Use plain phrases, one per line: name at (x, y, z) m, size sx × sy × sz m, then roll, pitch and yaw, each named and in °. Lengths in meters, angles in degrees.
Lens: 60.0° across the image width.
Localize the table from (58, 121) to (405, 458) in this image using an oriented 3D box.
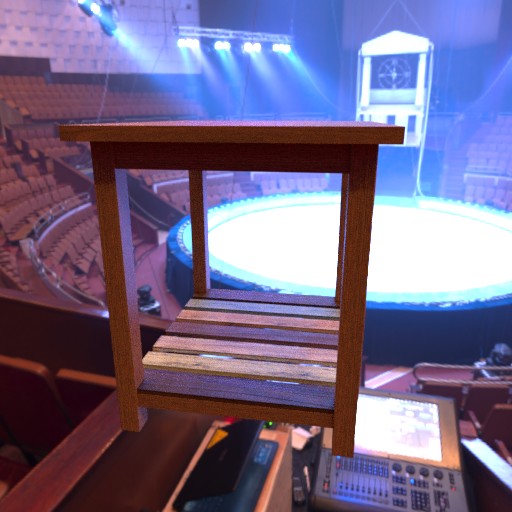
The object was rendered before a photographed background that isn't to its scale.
table at (0.000, 0.000, 1.102) m, size 0.559 × 0.635 × 0.660 m, roll 3°, pitch 18°, yaw 9°
